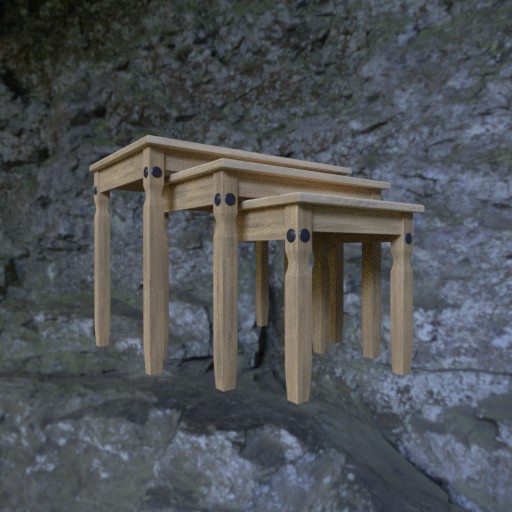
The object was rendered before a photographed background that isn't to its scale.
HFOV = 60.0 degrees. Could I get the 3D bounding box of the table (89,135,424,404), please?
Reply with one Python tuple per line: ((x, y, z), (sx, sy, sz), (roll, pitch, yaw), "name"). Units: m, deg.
((0.000, 0.000, 1.204), (0.660, 0.535, 0.773), (0, 1, -36), "table")
